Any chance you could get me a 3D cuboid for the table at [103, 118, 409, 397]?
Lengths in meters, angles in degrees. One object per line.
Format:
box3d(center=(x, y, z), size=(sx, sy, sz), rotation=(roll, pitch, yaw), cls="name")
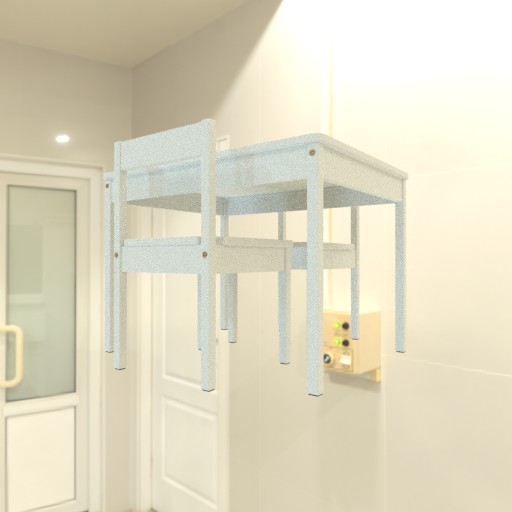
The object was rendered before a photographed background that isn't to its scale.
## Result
box3d(center=(0.000, 0.000, 1.164), size=(0.650, 0.503, 0.672), rotation=(0, 0, 37), cls="table")
